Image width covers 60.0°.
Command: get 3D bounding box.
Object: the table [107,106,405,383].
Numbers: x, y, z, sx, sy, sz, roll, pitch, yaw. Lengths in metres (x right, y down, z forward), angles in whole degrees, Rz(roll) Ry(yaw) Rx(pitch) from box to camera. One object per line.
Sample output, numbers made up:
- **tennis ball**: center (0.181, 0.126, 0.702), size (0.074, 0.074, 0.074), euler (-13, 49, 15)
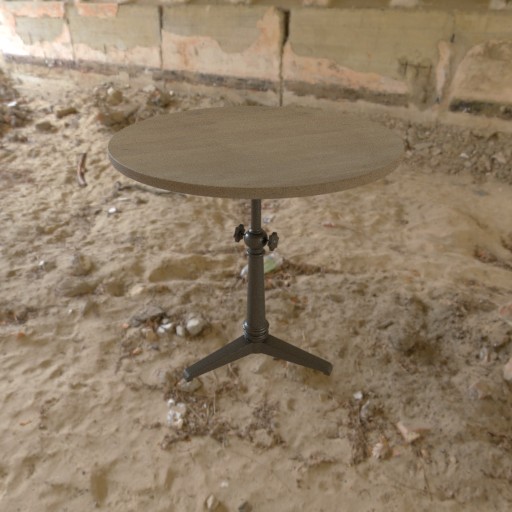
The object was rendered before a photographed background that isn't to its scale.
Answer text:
- **table**: center (0.000, 0.000, 1.435), size (0.800, 0.780, 0.800), euler (0, 30, 0)
